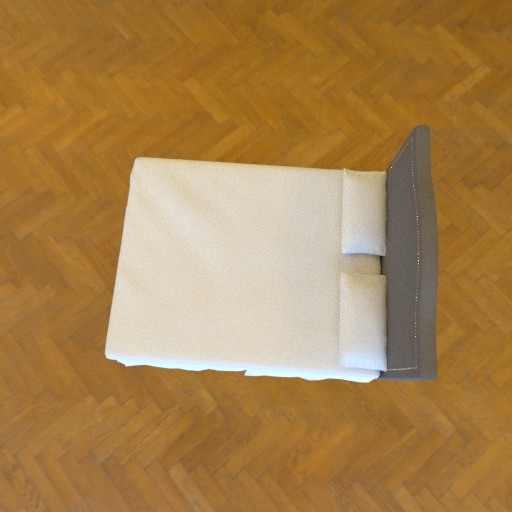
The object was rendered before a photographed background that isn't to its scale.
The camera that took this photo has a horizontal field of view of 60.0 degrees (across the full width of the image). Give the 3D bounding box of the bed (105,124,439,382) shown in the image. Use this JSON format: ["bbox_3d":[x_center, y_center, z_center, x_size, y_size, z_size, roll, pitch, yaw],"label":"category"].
[{"bbox_3d":[0.000,0.000,3.465,2.282,1.436,1.821,4,75,1],"label":"bed"}]
